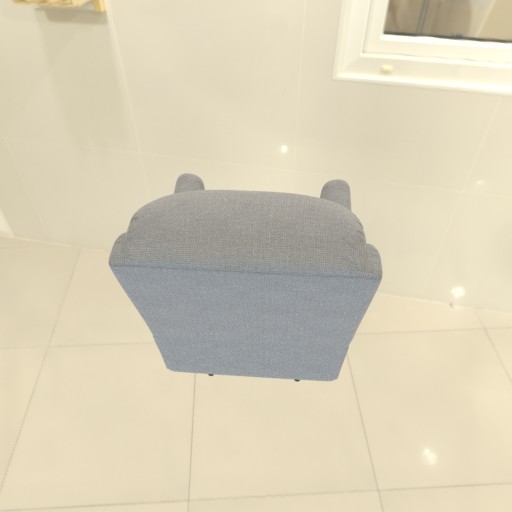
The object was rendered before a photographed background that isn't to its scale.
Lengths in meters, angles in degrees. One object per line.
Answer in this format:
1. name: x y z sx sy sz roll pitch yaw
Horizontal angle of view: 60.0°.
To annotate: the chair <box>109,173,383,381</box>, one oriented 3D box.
1. chair: 0.000 0.000 1.844 0.838 1.054 1.014 3 45 3
